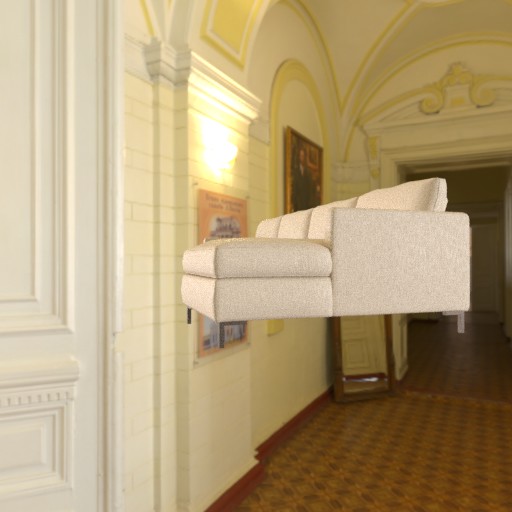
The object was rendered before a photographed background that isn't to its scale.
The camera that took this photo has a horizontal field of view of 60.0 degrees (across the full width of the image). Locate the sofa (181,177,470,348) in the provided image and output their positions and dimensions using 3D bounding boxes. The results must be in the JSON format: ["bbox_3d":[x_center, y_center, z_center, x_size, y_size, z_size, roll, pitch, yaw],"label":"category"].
[{"bbox_3d":[0.000,0.000,3.160,1.258,0.755,2.731,0,-1,-18],"label":"sofa"}]
